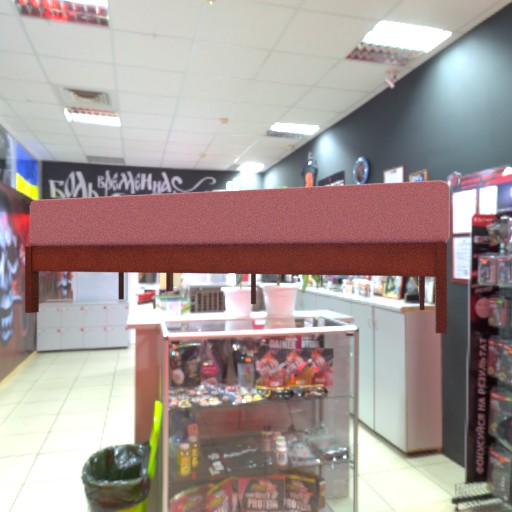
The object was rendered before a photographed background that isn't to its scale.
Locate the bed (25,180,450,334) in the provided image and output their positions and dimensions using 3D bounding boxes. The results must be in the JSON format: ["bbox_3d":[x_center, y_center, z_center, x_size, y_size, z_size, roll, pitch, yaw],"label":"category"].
[{"bbox_3d":[0.000,0.000,2.729,2.050,0.593,1.529,0,0,18],"label":"bed"}]
